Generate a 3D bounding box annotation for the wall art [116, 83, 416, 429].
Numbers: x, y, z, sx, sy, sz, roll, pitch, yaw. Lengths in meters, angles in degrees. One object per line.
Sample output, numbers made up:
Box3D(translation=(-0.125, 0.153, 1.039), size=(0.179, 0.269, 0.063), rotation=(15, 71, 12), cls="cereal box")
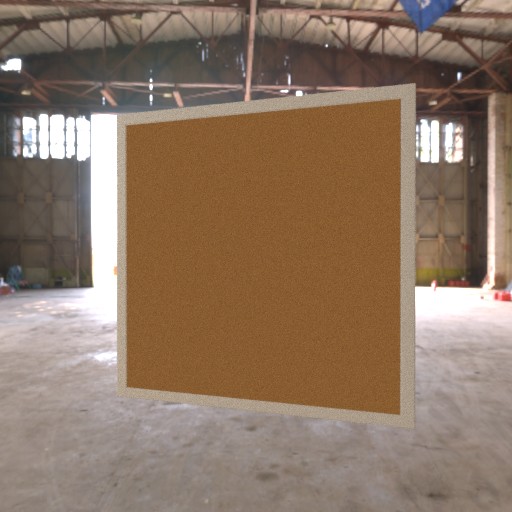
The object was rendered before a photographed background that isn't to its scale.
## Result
Box3D(translation=(0.000, 0.000, 0.453), size=(0.305, 0.305, 0.037), rotation=(0, 0, 17), cls="wall art")
